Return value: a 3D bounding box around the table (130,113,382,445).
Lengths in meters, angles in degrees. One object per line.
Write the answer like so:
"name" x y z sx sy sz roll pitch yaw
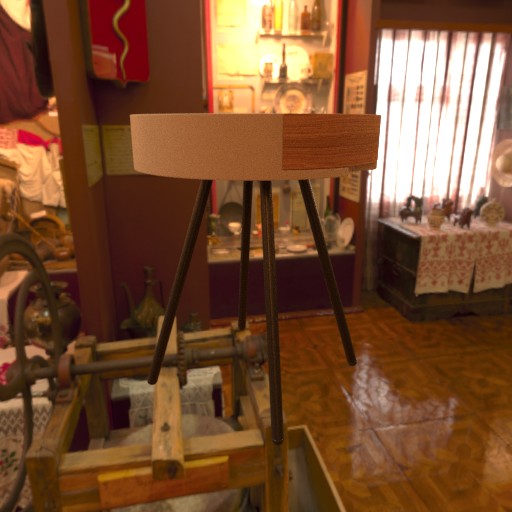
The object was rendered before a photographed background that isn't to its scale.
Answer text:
"table" 0.000 0.000 0.867 0.450 0.525 0.450 0 17 0
